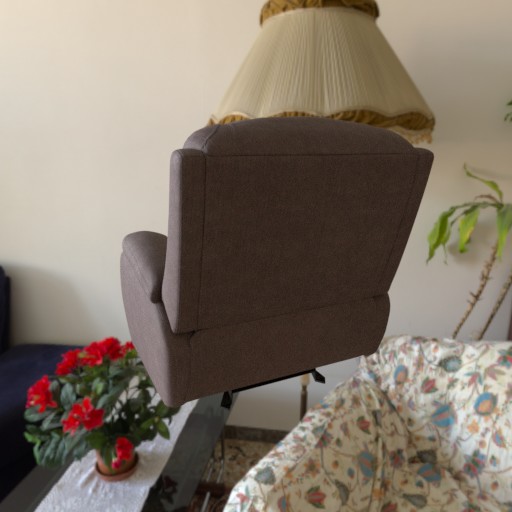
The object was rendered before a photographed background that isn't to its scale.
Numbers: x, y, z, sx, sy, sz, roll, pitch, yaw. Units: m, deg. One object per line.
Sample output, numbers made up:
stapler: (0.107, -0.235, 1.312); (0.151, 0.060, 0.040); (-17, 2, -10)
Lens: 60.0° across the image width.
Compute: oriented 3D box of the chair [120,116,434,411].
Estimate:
chair: (0.000, 0.000, 1.734); (0.930, 1.011, 0.899); (-7, 16, -26)
